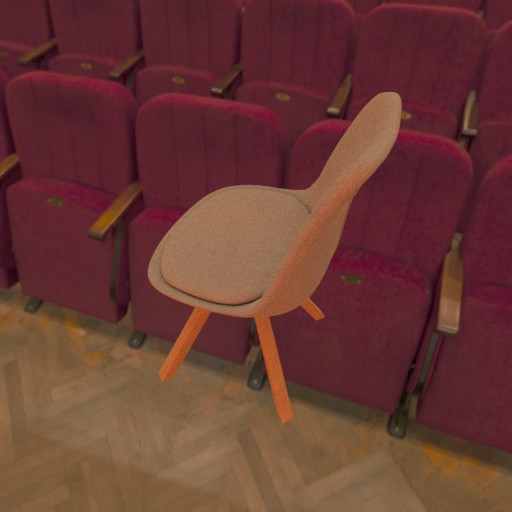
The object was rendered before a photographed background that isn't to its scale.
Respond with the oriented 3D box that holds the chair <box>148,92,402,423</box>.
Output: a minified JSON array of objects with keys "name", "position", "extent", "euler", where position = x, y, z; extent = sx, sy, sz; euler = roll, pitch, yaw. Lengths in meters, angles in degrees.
[{"name":"chair","position":[0.000,0.000,1.166],"extent":[0.549,0.863,0.474],"euler":[15,47,14]}]
